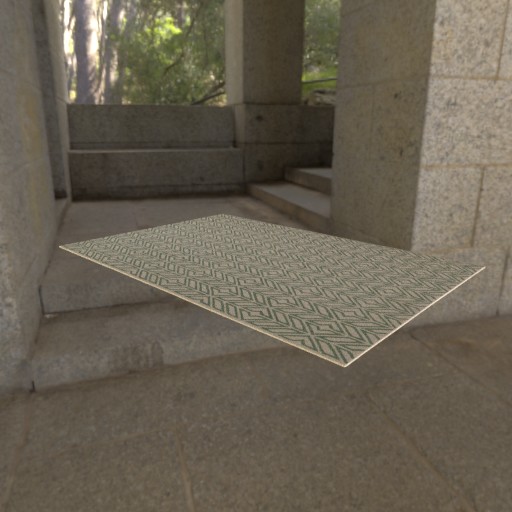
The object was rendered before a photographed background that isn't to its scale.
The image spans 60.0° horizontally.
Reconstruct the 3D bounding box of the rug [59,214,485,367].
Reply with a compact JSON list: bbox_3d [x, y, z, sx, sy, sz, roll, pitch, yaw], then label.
[{"bbox_3d":[0.000,0.000,2.265,1.828,0.007,1.220,15,23,41],"label":"rug"}]
